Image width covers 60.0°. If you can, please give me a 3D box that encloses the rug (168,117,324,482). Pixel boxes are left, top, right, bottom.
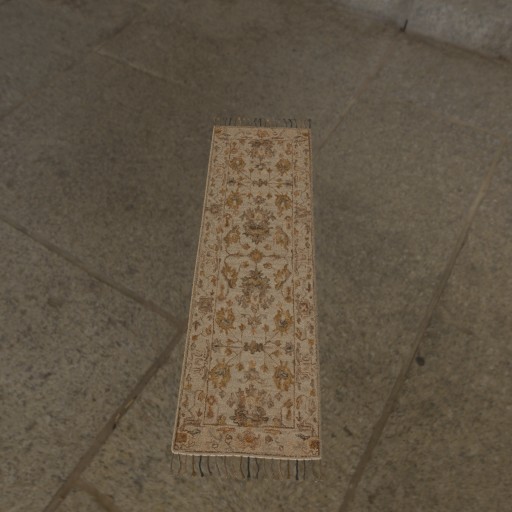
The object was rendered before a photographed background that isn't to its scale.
[{"bbox_3d":[0.000,0.000,2.691,0.729,0.021,2.438,2,58,1],"label":"rug"}]
